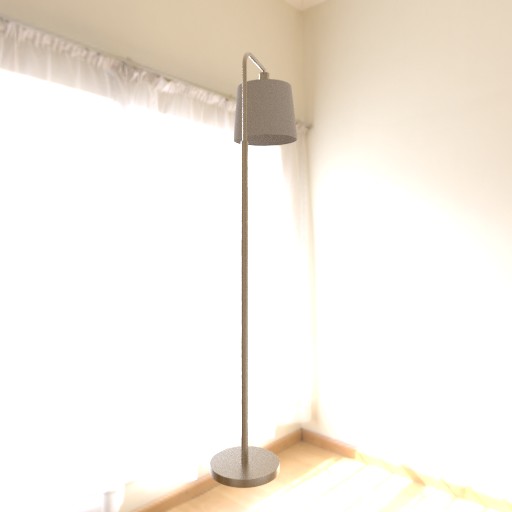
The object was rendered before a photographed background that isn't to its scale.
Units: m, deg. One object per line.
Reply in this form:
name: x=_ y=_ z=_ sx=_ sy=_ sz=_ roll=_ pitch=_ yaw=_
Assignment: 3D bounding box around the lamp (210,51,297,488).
lamp: x=0.000 y=0.000 z=1.655 sx=0.254 sy=1.478 sz=0.508 roll=0 pitch=1 yaw=17
